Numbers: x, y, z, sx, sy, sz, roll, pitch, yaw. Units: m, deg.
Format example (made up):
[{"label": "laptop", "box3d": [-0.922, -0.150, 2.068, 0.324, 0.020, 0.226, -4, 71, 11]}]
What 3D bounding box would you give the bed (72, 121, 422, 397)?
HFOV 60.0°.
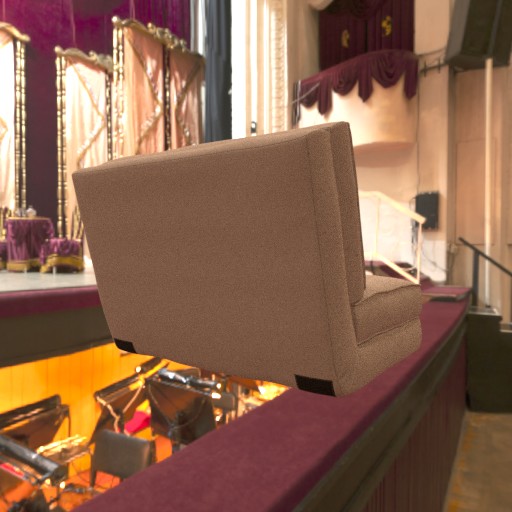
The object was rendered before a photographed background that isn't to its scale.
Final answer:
[{"label": "bed", "box3d": [0.000, 0.000, 1.335, 0.799, 0.614, 0.749, 1, 2, 36]}]
